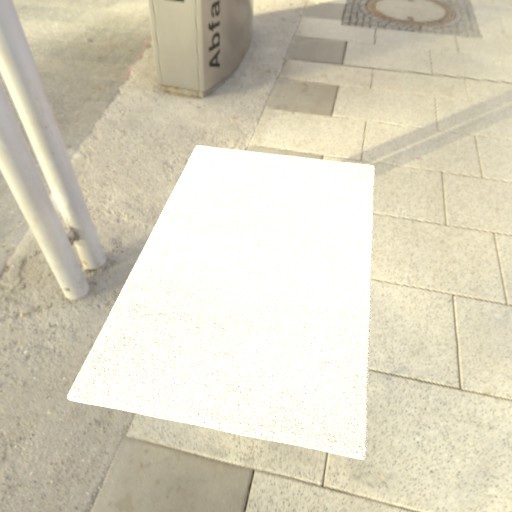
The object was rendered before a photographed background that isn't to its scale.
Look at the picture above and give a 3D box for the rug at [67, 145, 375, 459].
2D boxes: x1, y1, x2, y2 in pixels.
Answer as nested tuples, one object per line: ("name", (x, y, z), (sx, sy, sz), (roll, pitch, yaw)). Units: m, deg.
("rug", (0.000, 0.000, 3.452), (1.778, 0.030, 2.743), (8, 48, 8))
